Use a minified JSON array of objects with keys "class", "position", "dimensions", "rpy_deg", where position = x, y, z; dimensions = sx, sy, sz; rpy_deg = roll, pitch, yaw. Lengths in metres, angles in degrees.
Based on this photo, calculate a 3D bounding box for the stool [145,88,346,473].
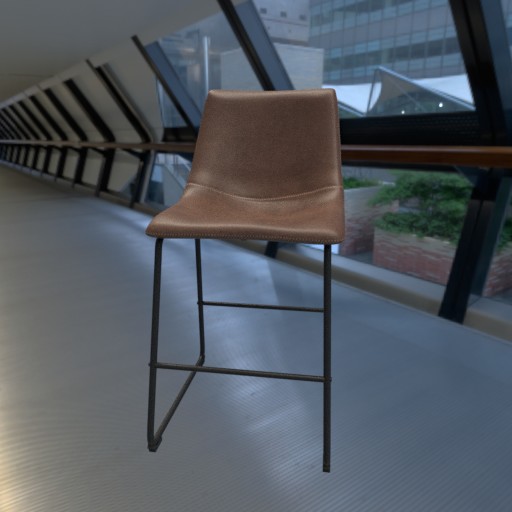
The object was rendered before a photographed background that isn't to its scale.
[{"class":"stool","position":[0.000,0.000,1.199],"dimensions":[0.460,0.890,0.550],"rpy_deg":[3,16,9]}]
